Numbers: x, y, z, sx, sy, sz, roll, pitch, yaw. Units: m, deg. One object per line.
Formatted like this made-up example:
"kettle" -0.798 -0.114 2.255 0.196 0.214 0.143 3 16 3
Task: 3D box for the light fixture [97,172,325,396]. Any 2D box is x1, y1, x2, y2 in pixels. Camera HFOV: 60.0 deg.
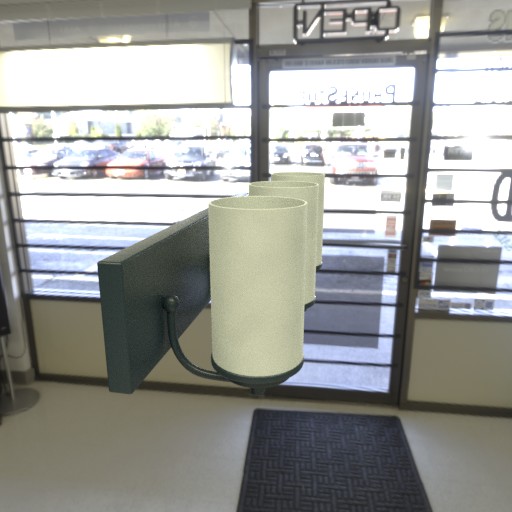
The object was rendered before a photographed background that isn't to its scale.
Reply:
"light fixture" 0.000 0.000 0.530 0.145 0.172 0.451 3 15 11
